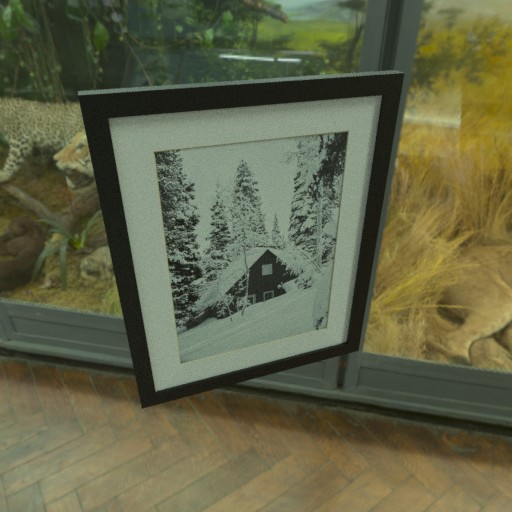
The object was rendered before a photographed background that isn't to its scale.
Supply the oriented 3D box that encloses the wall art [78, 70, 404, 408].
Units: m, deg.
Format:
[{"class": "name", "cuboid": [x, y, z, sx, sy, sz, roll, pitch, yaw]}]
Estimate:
[{"class": "wall art", "cuboid": [0.000, 0.000, 0.532, 0.325, 0.397, 0.018, -11, 33, -16]}]
